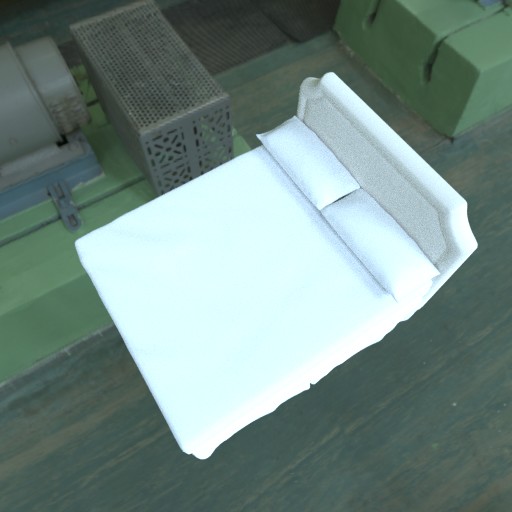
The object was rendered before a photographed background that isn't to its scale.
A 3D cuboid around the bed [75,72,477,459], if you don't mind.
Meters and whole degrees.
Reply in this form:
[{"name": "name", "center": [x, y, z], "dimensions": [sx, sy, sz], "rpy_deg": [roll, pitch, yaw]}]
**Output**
[{"name": "bed", "center": [0.000, 0.000, 3.734], "dimensions": [2.548, 1.524, 2.134], "rpy_deg": [-30, 67, -14]}]
